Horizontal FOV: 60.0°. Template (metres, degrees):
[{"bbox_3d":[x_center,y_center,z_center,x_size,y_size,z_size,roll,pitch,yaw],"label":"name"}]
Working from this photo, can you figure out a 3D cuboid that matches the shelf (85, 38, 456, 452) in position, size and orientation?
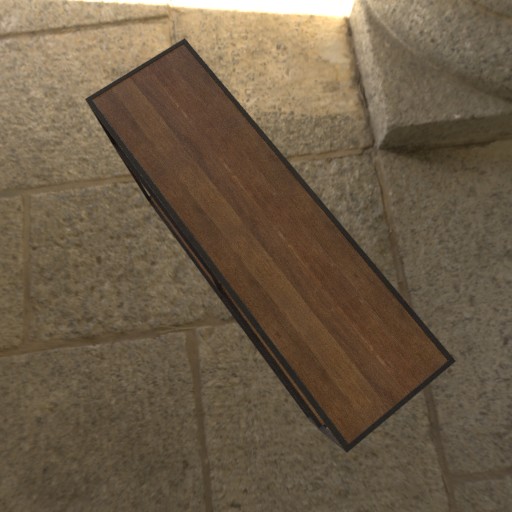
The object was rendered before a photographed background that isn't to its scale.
[{"bbox_3d":[0.000,0.000,1.573,0.361,0.765,1.201,-36,78,-9],"label":"shelf"}]
